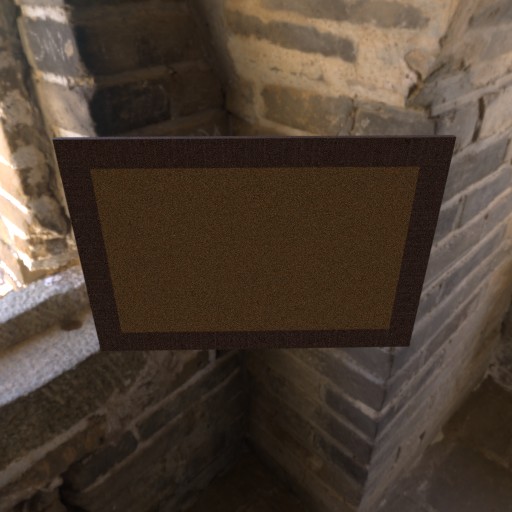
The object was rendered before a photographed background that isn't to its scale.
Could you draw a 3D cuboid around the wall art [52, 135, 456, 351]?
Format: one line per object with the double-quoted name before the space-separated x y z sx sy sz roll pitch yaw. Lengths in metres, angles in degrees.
"wall art" 0.000 0.000 1.169 0.917 0.626 0.019 -1 30 -1
